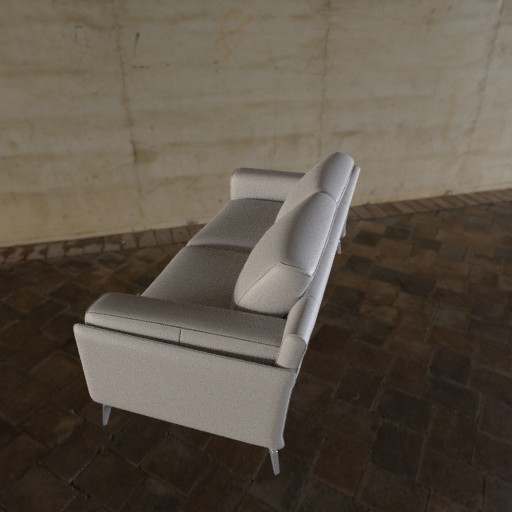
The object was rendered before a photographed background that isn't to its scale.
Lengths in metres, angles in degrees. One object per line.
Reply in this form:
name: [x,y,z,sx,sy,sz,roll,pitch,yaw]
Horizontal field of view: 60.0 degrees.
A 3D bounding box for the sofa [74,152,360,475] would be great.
sofa: [0.000,0.000,2.605,1.049,0.930,2.101,8,30,15]
